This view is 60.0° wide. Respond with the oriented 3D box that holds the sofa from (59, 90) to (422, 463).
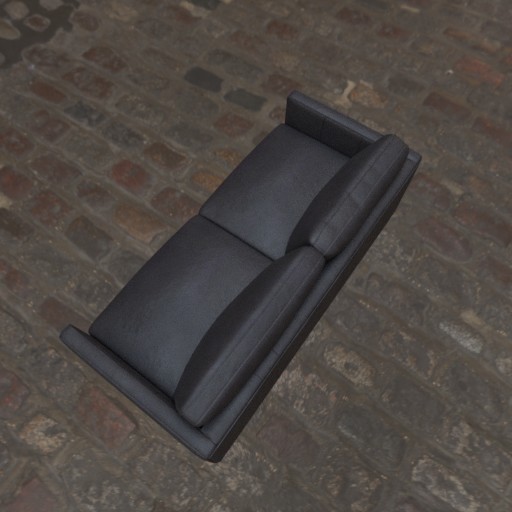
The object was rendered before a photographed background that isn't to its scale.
[{"bbox_3d":[0.000,0.000,2.489,0.933,0.863,1.971,33,68,16],"label":"sofa"}]
